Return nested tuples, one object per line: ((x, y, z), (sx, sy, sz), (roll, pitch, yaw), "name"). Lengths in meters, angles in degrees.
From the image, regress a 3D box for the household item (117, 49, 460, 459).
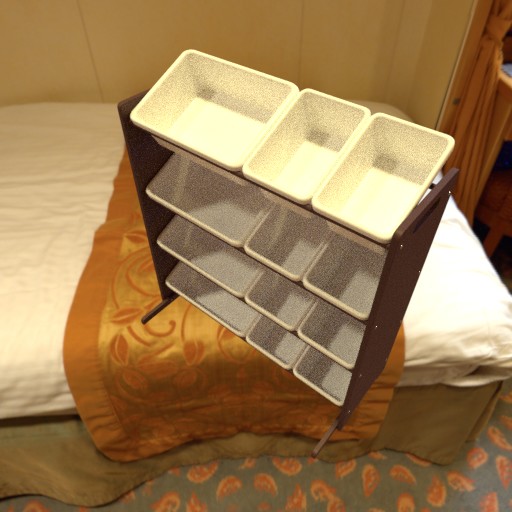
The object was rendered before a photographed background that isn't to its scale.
((0.000, 0.000, 1.240), (0.787, 0.864, 0.389), (30, 52, 27), "household item")
